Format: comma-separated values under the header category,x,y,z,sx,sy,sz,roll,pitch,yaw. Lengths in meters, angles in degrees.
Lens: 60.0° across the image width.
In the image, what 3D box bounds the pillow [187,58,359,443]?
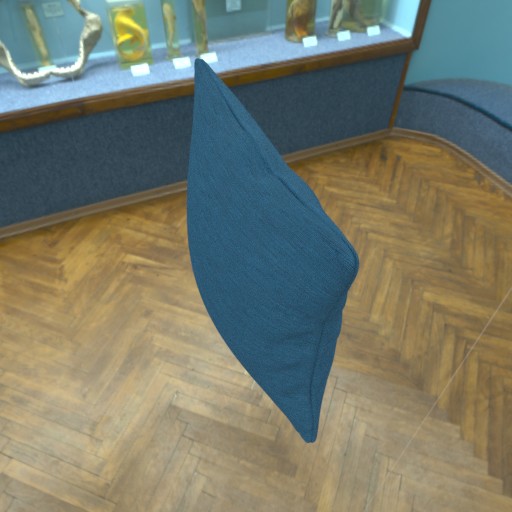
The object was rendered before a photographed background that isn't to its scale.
category,x,y,z,sx,sy,sz,roll,pitch,yaw
pillow,0.000,0.000,0.654,0.177,0.420,0.437,-17,49,-15
